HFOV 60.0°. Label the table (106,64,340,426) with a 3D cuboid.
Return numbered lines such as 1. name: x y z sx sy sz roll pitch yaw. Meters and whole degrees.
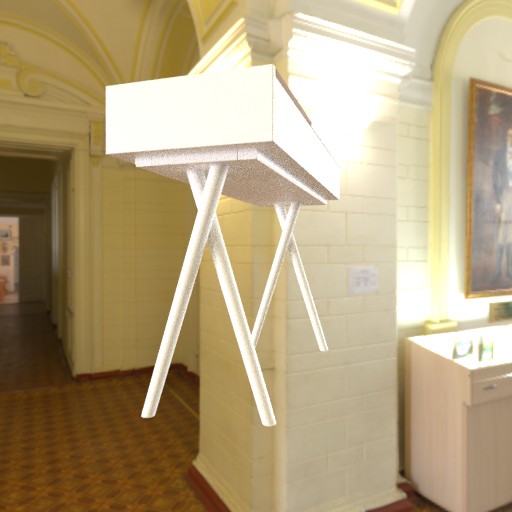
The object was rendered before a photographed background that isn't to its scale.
1. table: 0.000 0.000 1.467 0.418 0.785 1.066 0 1 18
